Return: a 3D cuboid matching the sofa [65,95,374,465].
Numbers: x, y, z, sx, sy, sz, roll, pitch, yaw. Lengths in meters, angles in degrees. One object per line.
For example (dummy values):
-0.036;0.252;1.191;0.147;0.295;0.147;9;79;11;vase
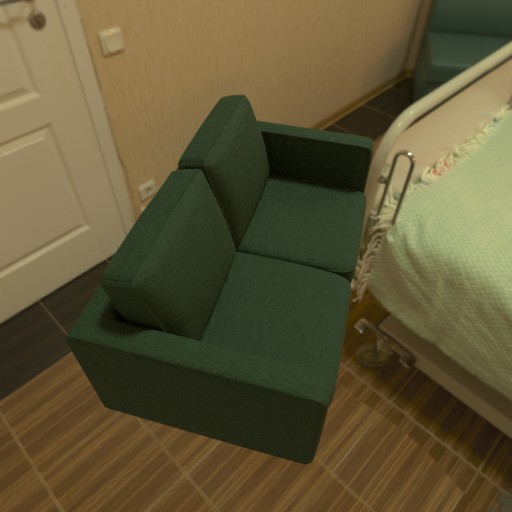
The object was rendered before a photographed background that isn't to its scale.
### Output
0.000;0.000;1.969;0.879;0.899;1.430;12;49;10;sofa
